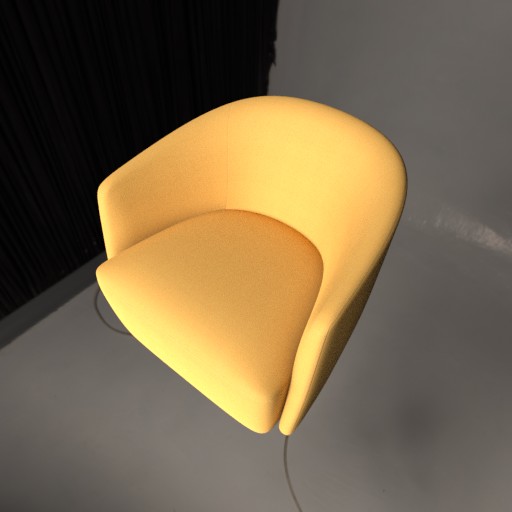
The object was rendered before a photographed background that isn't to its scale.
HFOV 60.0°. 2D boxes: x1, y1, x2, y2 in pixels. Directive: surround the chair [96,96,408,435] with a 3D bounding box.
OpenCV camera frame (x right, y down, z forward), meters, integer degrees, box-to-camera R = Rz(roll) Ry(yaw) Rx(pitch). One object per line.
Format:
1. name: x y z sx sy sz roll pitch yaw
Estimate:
1. chair: 0.000 0.000 1.363 0.773 0.698 0.767 30 53 26
